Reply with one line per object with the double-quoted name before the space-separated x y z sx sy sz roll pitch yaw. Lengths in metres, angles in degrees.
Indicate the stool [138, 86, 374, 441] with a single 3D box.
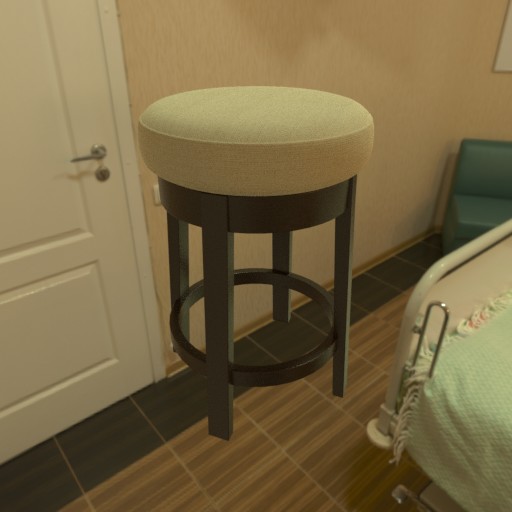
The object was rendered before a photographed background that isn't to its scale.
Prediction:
"stool" 0.000 0.000 0.960 0.449 0.655 0.449 0 29 0
